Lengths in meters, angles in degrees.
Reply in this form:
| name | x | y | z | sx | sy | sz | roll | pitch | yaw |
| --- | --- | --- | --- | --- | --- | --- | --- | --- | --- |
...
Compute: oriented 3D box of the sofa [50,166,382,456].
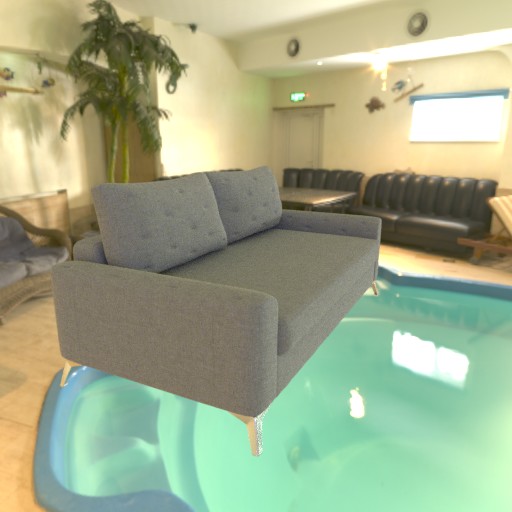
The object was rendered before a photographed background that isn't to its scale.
| name | x | y | z | sx | sy | sz | roll | pitch | yaw |
| --- | --- | --- | --- | --- | --- | --- | --- | --- | --- |
| sofa | 0.000 | 0.000 | 2.152 | 0.920 | 0.790 | 1.650 | 8 | 17 | 26 |
